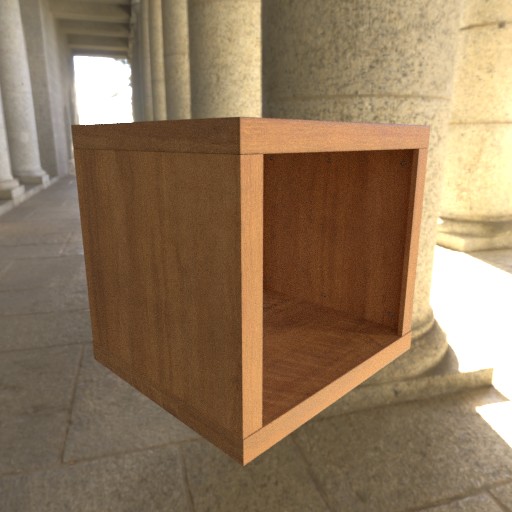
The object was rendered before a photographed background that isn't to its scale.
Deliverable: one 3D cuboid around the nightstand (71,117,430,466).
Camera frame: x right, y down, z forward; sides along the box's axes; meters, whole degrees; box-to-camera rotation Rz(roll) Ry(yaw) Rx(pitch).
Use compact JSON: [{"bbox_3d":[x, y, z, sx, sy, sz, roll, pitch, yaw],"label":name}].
[{"bbox_3d":[0.000,0.000,0.866,0.436,0.491,0.493,14,20,43],"label":"nightstand"}]
